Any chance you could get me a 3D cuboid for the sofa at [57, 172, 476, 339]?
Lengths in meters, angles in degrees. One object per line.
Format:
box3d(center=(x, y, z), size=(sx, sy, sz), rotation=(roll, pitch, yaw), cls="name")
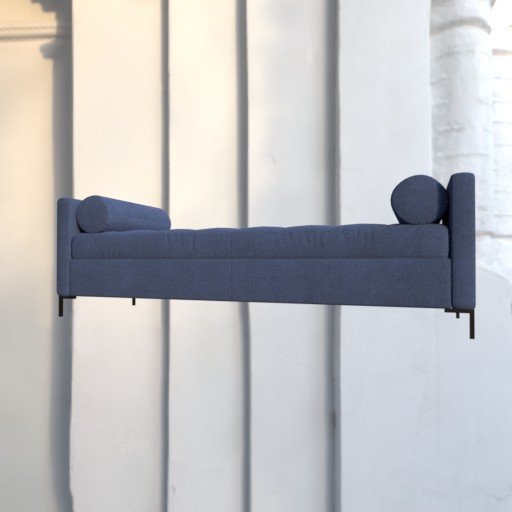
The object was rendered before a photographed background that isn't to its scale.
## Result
box3d(center=(0.000, 0.000, 2.295), size=(1.981, 0.635, 0.686), rotation=(0, -1, 20), cls="sofa")
